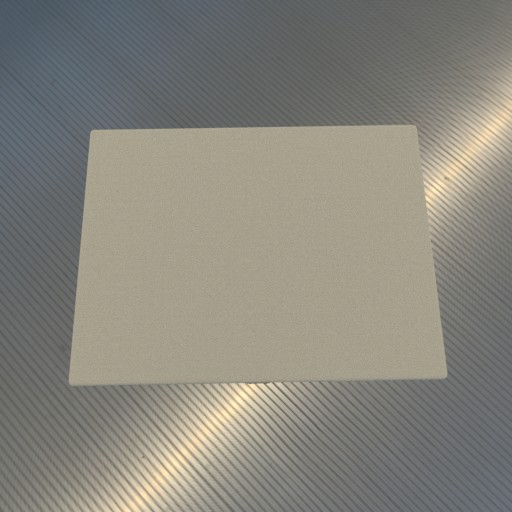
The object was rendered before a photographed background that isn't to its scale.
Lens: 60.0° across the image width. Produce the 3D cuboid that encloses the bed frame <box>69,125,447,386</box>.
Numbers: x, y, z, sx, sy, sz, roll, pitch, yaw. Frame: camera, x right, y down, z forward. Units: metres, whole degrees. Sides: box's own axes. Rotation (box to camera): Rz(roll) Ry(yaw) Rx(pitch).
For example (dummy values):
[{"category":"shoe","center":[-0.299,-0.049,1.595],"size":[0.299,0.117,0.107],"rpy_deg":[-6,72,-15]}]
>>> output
[{"category":"bed frame","center":[0.000,0.000,3.595],"size":[2.635,0.680,1.990],"rpy_deg":[-1,75,0]}]
